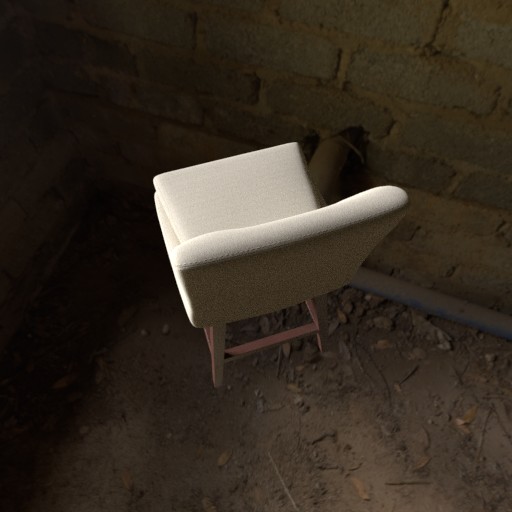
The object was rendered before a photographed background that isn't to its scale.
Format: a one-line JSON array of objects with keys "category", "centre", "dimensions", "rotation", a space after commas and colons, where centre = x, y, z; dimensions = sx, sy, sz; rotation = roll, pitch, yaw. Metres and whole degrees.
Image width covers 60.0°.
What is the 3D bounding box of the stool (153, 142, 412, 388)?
[{"category": "stool", "centre": [0.000, 0.000, 1.295], "dimensions": [0.483, 0.991, 0.559], "rotation": [-16, 60, -9]}]
